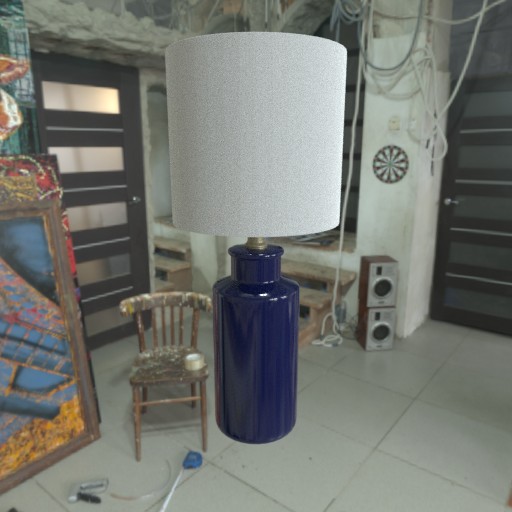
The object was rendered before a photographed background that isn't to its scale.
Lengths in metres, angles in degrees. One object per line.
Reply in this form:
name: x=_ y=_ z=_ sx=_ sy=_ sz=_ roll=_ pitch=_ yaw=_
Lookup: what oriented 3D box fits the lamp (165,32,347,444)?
lamp: x=0.000 y=0.000 z=0.585 sx=0.212 sy=0.493 sz=0.212 roll=2 pitch=14 yaw=9
